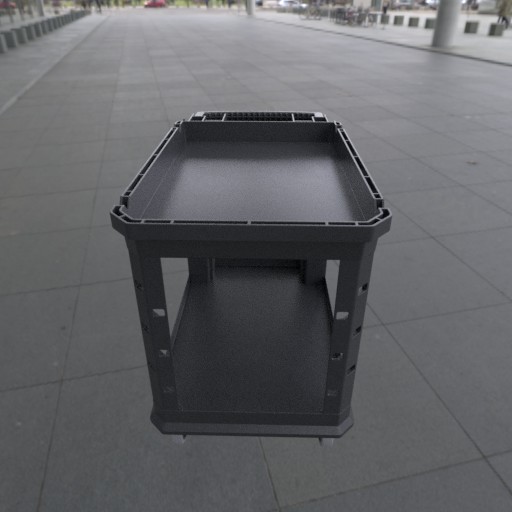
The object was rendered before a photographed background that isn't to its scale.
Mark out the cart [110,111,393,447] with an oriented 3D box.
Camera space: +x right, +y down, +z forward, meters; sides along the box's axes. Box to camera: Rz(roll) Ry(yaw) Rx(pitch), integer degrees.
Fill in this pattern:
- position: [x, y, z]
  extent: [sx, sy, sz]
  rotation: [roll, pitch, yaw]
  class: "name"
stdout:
- position: [0.000, 0.000, 1.752]
  extent: [0.674, 0.884, 1.239]
  rotation: [1, 30, 1]
  class: "cart"
